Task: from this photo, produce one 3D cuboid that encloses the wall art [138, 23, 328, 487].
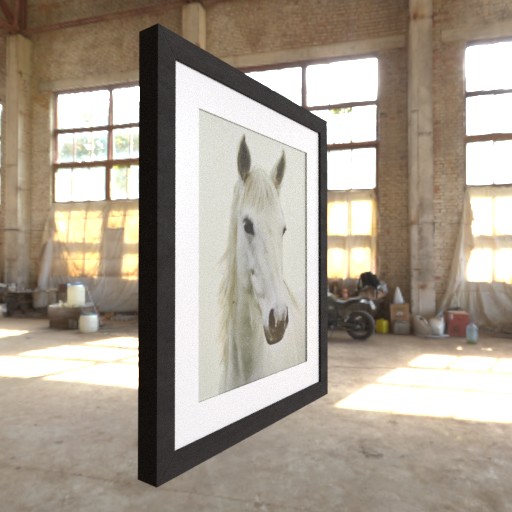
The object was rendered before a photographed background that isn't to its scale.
[{"bbox_3d":[0.000,0.000,0.723,0.034,0.552,0.455,-1,-1,35],"label":"wall art"}]
